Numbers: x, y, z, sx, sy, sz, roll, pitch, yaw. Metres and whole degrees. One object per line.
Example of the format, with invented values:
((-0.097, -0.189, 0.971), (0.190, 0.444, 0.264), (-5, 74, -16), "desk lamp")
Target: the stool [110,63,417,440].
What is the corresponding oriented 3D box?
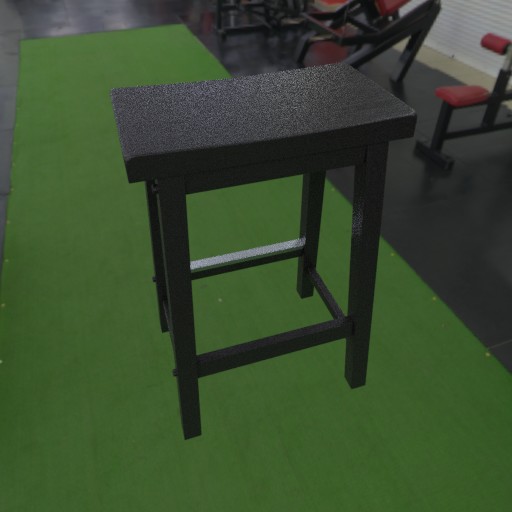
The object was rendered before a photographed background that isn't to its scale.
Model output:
((0.000, 0.000, 0.853), (0.406, 0.610, 0.322), (-12, 43, -14), "stool")
